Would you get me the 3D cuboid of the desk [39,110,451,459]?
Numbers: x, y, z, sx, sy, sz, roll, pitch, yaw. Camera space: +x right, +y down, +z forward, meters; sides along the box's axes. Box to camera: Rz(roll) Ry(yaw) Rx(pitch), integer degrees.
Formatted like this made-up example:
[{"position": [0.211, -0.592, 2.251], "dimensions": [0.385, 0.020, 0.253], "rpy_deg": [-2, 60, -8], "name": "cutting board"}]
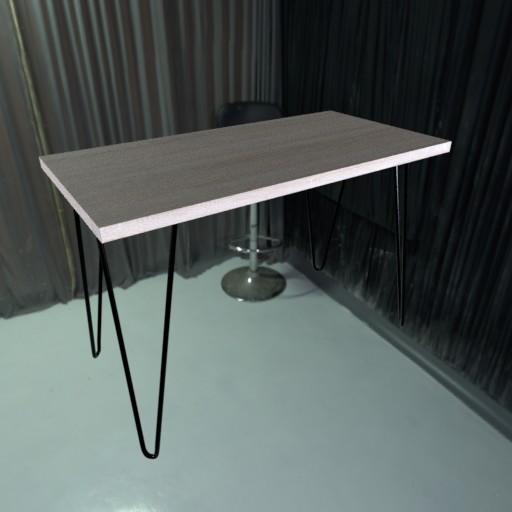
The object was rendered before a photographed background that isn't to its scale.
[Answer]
[{"position": [0.000, 0.000, 1.347], "dimensions": [0.991, 0.660, 0.499], "rpy_deg": [-19, 34, -29], "name": "desk"}]
